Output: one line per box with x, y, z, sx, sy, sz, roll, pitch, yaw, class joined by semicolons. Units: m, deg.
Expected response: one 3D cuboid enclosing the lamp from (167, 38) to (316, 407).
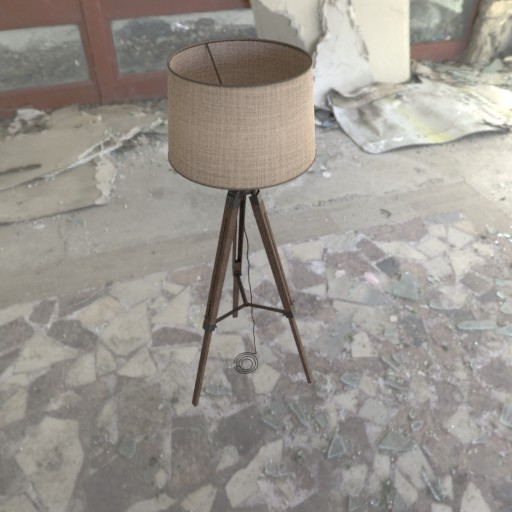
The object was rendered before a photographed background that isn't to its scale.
0.000;0.000;1.782;0.587;1.510;0.604;11;42;12;lamp
